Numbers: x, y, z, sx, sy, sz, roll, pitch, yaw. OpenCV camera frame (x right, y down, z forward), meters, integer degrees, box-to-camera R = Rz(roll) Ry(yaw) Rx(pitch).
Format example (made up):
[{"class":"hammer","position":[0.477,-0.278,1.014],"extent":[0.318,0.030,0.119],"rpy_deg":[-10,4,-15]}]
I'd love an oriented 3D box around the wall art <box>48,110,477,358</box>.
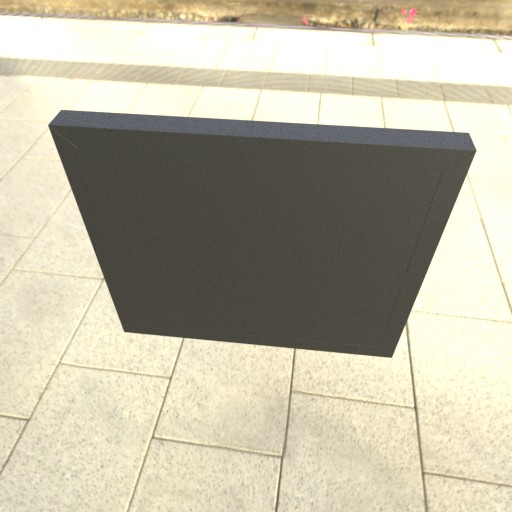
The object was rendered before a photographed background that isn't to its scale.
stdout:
[{"class":"wall art","position":[0.000,0.000,0.520],"extent":[0.381,0.330,0.029],"rpy_deg":[5,46,4]}]
